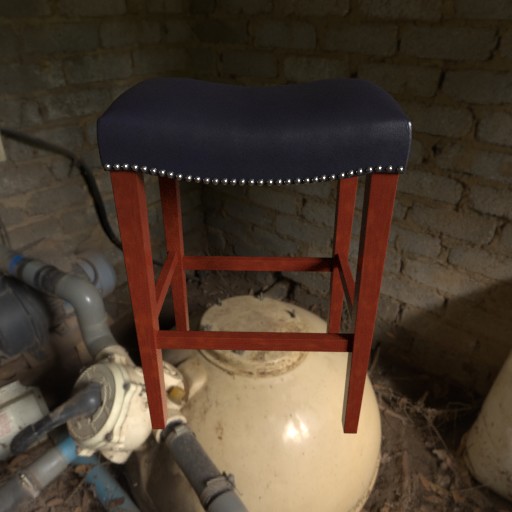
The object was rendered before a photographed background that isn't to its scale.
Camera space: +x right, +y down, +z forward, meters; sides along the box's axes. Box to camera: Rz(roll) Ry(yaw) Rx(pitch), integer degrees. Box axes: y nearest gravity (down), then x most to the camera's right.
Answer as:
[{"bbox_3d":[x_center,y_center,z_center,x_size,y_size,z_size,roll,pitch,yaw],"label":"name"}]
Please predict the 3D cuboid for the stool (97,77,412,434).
[{"bbox_3d":[0.000,0.000,1.009,0.504,0.742,0.372,1,30,1],"label":"stool"}]
